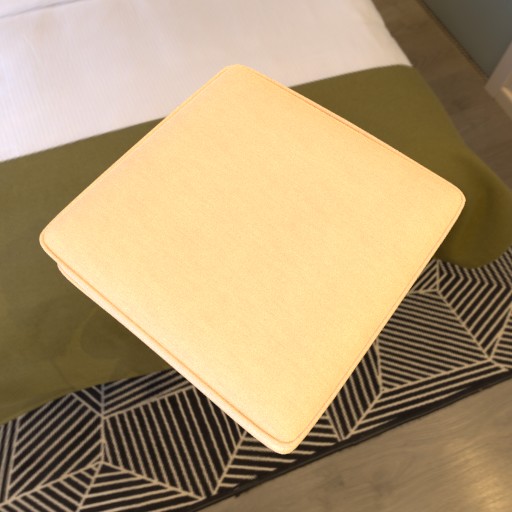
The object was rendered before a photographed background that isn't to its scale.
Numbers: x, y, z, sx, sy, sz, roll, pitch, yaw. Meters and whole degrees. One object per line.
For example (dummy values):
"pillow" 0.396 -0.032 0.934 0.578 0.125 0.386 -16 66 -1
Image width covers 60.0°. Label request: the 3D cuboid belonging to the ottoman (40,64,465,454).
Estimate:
"ottoman" 0.000 0.000 1.005 0.616 0.438 0.613 36 69 16
